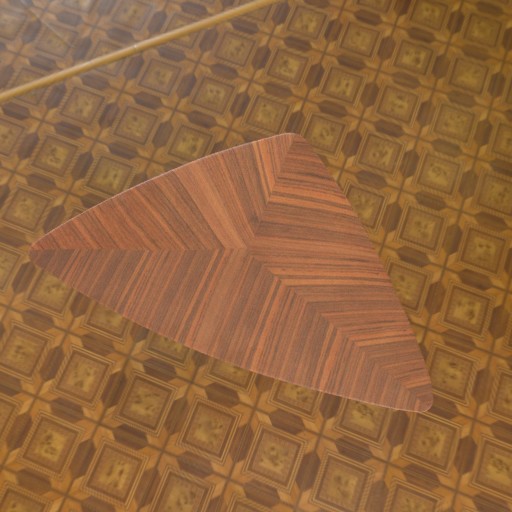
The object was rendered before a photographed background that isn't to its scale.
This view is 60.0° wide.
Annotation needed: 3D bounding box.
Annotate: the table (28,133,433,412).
[{"bbox_3d":[0.000,0.000,1.256,1.008,0.365,0.601,20,77,5],"label":"table"}]
